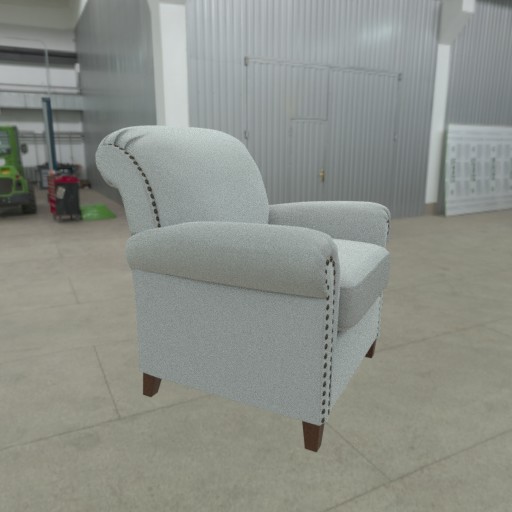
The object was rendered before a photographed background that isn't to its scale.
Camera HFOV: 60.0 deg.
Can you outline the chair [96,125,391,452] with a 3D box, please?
[{"bbox_3d":[0.000,0.000,1.632,0.890,0.927,0.854,7,15,27],"label":"chair"}]
